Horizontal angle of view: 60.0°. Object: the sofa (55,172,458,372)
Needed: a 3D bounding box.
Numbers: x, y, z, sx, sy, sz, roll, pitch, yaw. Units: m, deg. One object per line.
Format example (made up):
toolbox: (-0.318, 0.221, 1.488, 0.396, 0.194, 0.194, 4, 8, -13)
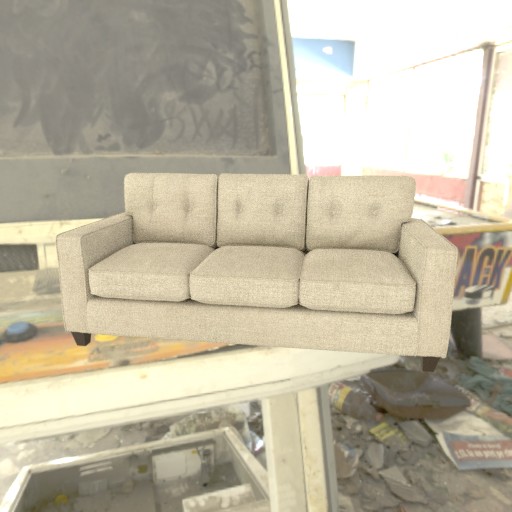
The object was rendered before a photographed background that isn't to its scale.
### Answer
sofa: (0.000, 0.000, 2.740, 2.133, 0.965, 0.939, 2, 14, 9)
